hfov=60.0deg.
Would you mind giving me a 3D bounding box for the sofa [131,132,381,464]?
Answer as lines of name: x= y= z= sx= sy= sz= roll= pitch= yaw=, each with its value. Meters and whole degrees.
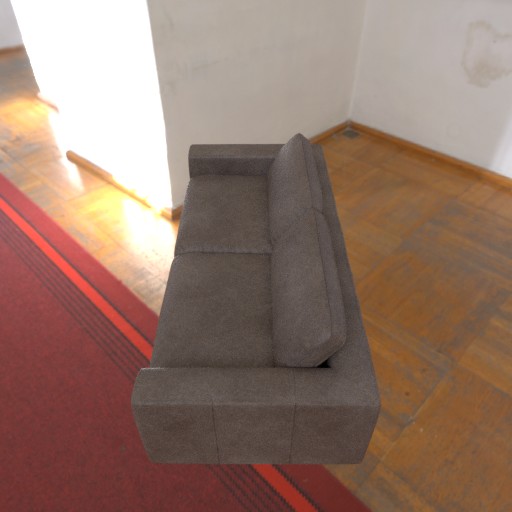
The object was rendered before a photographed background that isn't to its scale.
sofa: x=0.000 y=0.000 z=2.761 sx=1.070 sy=0.801 sz=2.262 roll=0 pitch=42 yaw=0
